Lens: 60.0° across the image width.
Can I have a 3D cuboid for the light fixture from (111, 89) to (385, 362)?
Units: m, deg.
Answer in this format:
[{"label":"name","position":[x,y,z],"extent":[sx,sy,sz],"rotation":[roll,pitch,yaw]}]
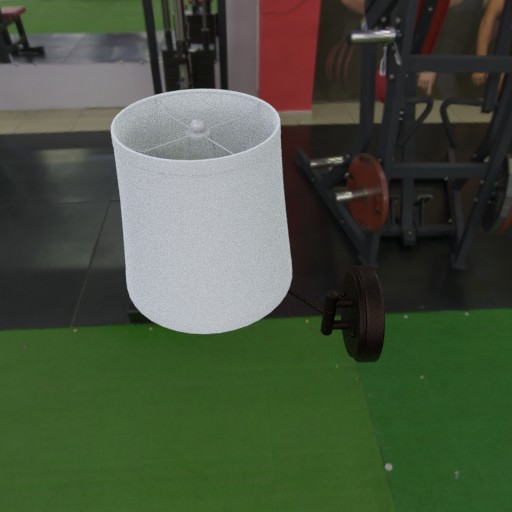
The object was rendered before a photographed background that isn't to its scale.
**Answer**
[{"label":"light fixture","position":[0.000,0.000,0.266],"extent":[0.157,0.172,0.100],"rotation":[-1,41,-1]}]
